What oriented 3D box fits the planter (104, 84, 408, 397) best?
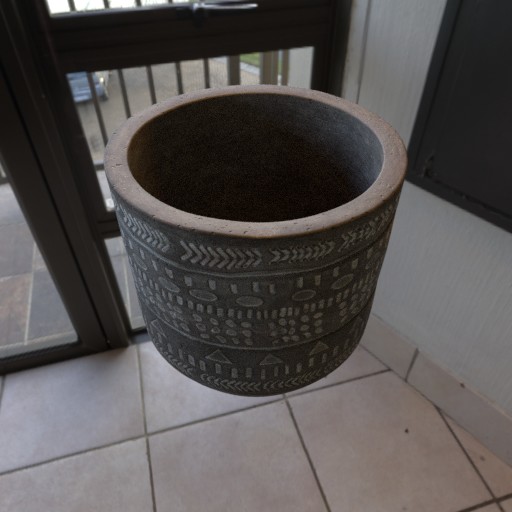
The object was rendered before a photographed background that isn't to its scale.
[{"bbox_3d":[0.000,0.000,0.261,0.142,0.149,0.142,0,43,0],"label":"planter"}]
